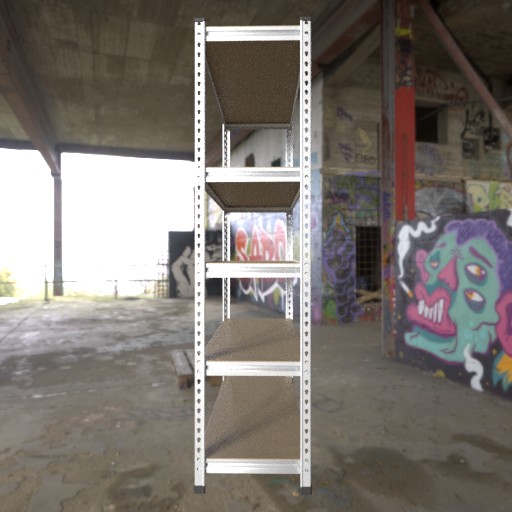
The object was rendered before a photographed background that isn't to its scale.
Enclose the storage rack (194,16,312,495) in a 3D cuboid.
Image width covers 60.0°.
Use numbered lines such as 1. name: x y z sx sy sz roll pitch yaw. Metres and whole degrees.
1. storage rack: 0.000 0.000 2.307 0.457 1.829 1.219 0 0 1
